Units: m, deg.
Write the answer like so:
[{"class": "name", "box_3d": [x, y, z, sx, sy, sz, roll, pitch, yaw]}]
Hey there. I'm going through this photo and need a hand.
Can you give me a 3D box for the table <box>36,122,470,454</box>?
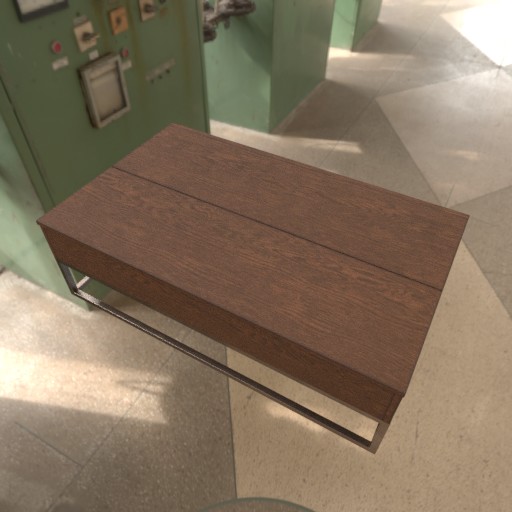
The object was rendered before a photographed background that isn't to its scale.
[{"class": "table", "box_3d": [0.000, 0.000, 1.522, 1.167, 0.361, 0.719, 22, 50, 20]}]
